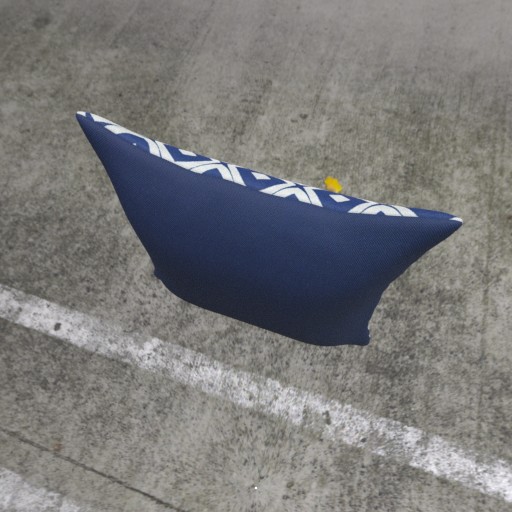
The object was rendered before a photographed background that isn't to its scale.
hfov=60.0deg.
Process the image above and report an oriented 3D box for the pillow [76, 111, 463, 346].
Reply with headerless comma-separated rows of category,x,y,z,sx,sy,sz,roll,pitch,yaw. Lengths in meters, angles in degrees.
pillow,0.000,0.000,0.762,0.504,0.494,0.188,17,64,9
